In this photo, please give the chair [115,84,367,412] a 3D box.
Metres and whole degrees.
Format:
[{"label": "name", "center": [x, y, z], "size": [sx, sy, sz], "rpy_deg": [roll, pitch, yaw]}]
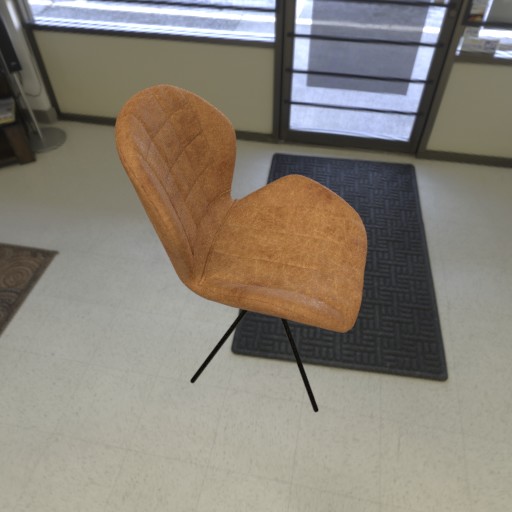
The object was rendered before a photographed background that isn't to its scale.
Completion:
[{"label": "chair", "center": [0.000, 0.000, 1.327], "size": [0.640, 0.929, 0.527], "rpy_deg": [10, 48, 10]}]
